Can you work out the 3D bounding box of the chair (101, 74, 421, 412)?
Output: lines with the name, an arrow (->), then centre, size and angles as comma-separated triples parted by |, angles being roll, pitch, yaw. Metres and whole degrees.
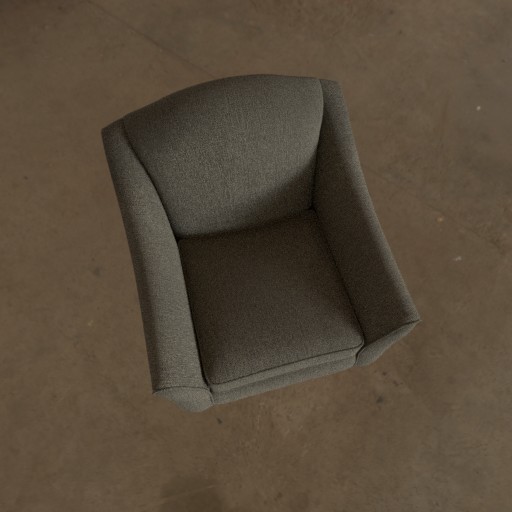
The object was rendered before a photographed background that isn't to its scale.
chair -> 0.000, 0.000, 1.459 | 0.763, 0.839, 0.787 | -14, 65, -7
